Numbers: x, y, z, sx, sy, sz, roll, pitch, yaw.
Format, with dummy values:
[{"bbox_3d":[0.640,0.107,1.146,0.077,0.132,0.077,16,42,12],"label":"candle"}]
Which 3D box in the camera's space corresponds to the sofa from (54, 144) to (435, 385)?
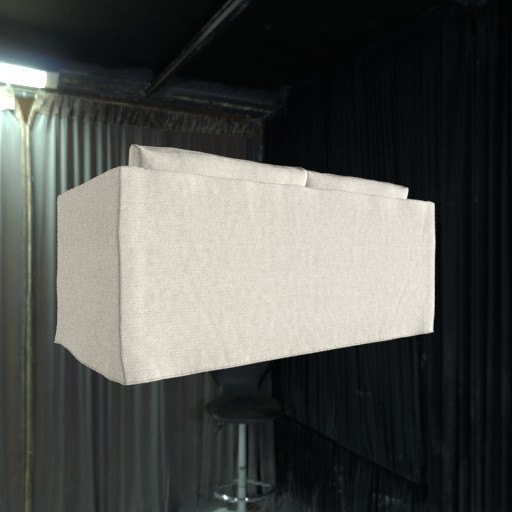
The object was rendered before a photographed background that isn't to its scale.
[{"bbox_3d":[0.000,0.000,2.281,1.766,0.828,0.956,0,0,-36],"label":"sofa"}]
